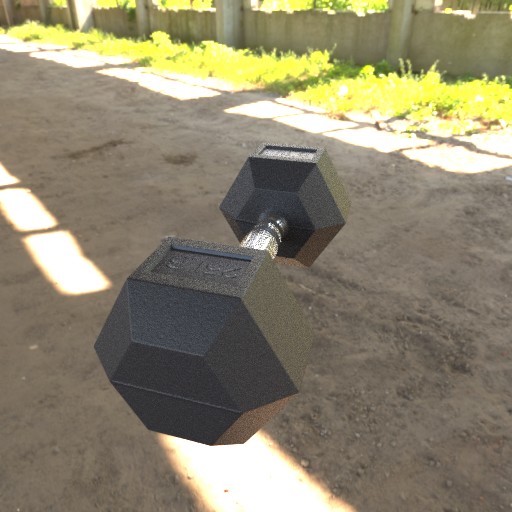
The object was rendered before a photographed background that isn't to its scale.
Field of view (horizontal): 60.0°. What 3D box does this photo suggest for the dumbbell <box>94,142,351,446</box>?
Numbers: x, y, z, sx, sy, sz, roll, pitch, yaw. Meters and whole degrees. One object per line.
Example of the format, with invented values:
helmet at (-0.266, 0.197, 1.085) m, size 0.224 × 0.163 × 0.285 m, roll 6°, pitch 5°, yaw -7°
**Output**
dumbbell at (0.000, 0.000, 0.370) m, size 0.129 × 0.113 × 0.315 m, roll 8°, pitch 31°, yaw 14°
